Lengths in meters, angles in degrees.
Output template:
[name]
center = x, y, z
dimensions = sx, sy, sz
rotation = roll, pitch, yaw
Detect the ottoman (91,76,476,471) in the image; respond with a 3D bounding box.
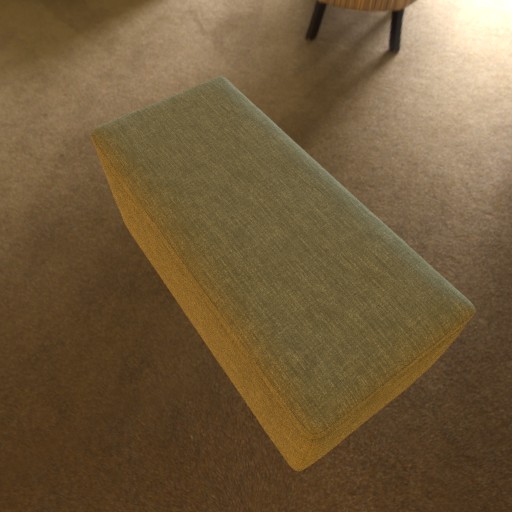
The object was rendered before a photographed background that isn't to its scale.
[ottoman]
center = 0.000, 0.000, 1.114
dimensions = 0.419, 0.432, 0.902
rotation = -30, 61, -19
